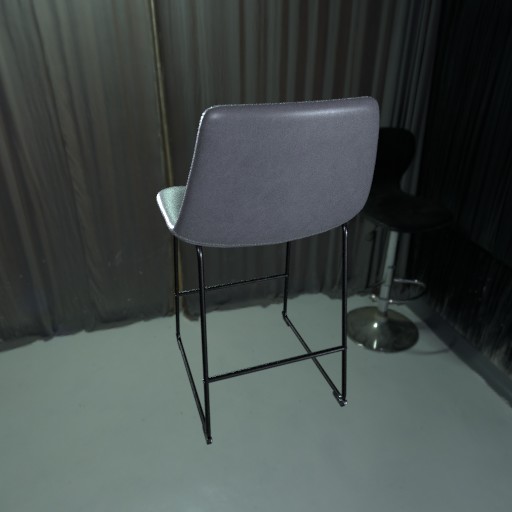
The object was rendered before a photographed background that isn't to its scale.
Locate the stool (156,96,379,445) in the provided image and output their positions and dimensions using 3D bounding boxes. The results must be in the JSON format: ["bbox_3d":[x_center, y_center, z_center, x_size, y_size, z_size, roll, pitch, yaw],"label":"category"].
[{"bbox_3d":[0.000,0.000,1.199,0.470,0.876,0.546,-9,30,-17],"label":"stool"}]
